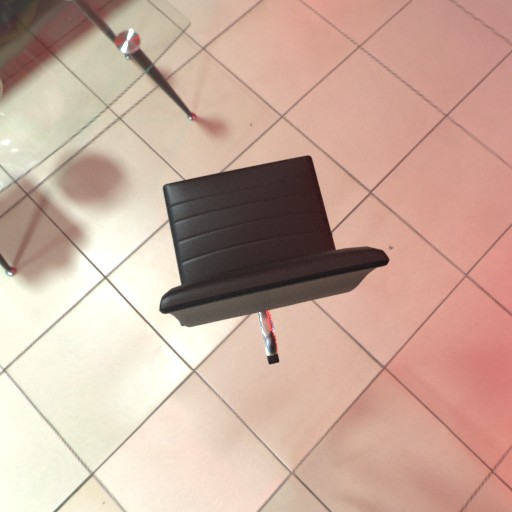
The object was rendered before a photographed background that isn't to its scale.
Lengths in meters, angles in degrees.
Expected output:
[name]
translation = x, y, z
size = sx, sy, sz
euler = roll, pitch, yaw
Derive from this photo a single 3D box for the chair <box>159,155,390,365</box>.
[chair]
translation = 0.000, 0.000, 1.131
size = 0.556, 0.780, 0.530
euler = -12, 75, -3
